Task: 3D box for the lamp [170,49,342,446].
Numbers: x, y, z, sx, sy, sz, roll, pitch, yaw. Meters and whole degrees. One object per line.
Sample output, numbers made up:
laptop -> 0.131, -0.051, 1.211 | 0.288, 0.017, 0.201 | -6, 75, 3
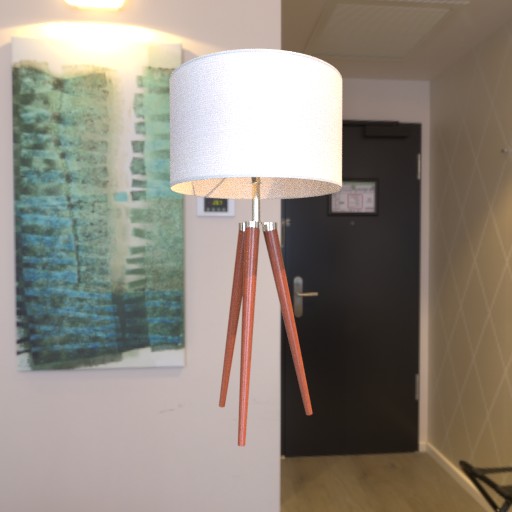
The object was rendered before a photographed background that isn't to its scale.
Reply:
lamp -> 0.000, 0.000, 0.934 | 0.355, 0.709, 0.354 | -1, 1, -35
